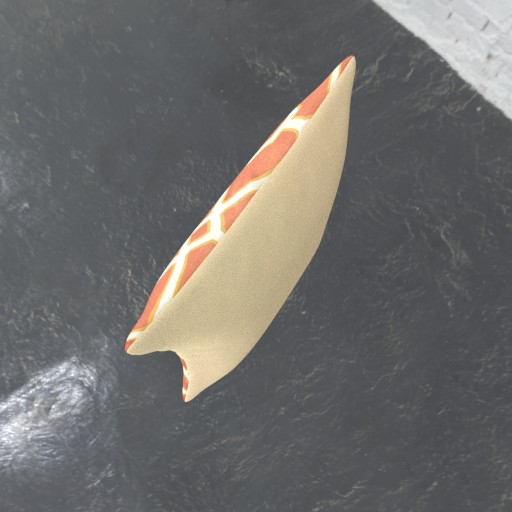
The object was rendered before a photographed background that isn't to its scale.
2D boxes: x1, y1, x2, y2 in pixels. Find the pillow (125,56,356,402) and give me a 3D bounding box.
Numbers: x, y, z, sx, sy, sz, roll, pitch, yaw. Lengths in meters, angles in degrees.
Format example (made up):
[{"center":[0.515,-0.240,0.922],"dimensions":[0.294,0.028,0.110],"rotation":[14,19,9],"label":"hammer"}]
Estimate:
[{"center":[0.000,0.000,0.823],"dimensions":[0.166,0.508,0.552],"rotation":[30,69,13],"label":"pillow"}]
